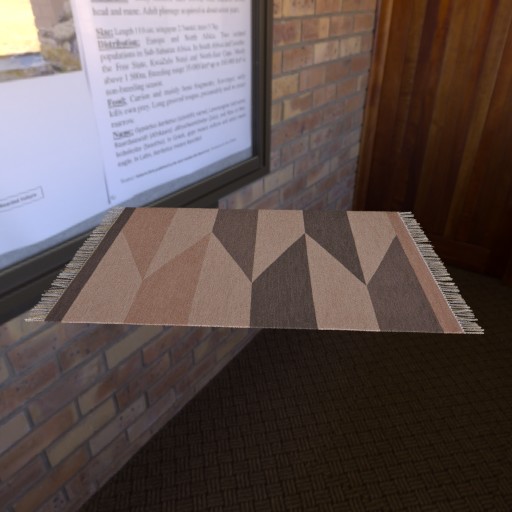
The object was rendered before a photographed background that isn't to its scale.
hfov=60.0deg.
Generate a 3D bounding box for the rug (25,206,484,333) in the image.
[{"bbox_3d":[0.000,0.000,2.445,2.021,0.027,1.224,1,31,2],"label":"rug"}]
